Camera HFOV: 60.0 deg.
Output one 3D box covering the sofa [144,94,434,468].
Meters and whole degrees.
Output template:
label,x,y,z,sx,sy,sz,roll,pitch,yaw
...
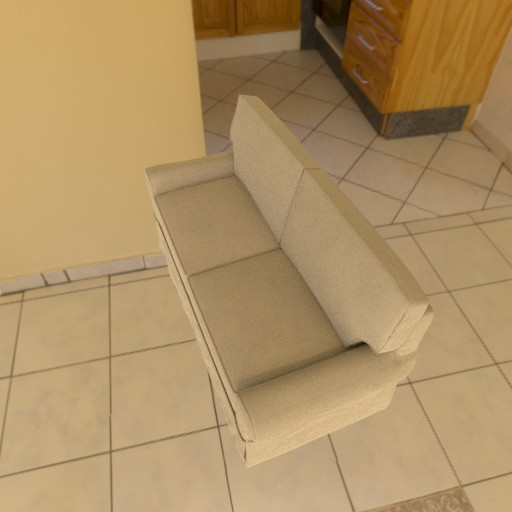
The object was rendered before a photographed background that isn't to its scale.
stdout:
label,x,y,z,sx,sy,sz,roll,pitch,yaw
sofa,0.000,0.000,2.372,0.841,1.024,1.823,-17,50,-15
